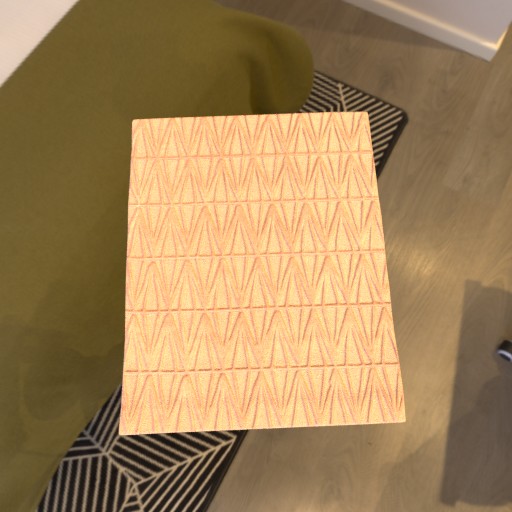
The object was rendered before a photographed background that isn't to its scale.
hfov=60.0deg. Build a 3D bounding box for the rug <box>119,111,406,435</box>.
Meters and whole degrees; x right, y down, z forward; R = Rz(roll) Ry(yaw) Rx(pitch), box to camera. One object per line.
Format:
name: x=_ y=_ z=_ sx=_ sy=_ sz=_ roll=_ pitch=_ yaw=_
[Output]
rug: x=0.000 y=0.000 z=4.177 sx=2.453 sy=0.043 sz=3.052 roll=-2 pitch=74 yaw=-1
